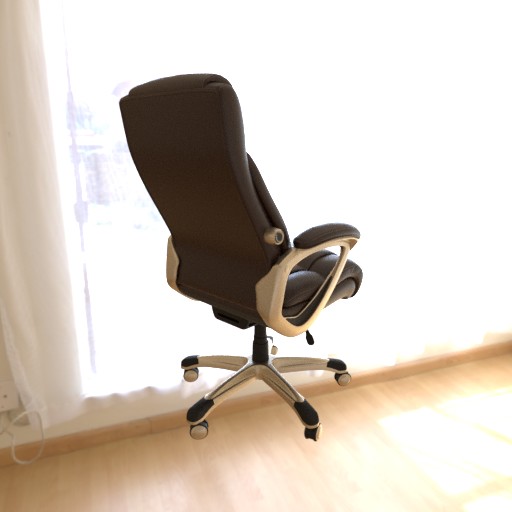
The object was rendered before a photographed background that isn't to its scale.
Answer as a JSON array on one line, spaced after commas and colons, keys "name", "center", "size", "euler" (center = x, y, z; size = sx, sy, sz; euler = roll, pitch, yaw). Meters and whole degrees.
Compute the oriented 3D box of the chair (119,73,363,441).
[{"name": "chair", "center": [0.000, 0.000, 1.644], "size": [0.692, 1.194, 0.749], "euler": [14, 20, 42]}]
